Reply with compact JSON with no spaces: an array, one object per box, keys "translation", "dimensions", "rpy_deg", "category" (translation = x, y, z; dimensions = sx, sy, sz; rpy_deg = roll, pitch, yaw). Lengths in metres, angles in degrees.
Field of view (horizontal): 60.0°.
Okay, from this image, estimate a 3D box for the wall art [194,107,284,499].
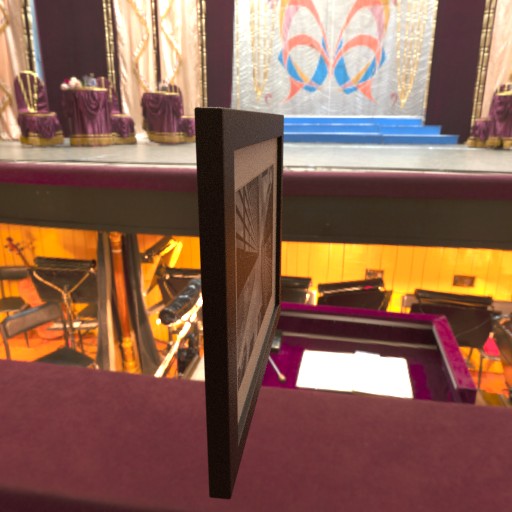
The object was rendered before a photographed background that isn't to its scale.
[{"translation":[0.000,0.000,0.740],"dimensions":[0.031,0.457,0.558],"rpy_deg":[3,17,9],"category":"wall art"}]
